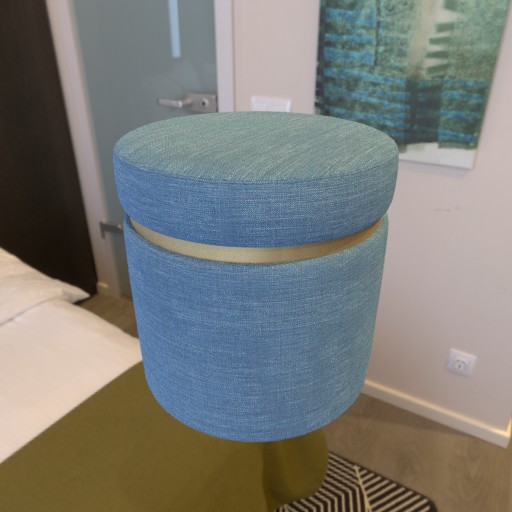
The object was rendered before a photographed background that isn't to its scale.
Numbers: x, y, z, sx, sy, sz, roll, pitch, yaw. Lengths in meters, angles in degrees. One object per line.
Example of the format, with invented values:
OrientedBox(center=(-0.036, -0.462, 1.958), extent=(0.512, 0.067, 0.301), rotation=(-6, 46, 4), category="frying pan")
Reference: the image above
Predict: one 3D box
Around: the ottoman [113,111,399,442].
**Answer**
OrientedBox(center=(0.000, 0.000, 0.716), extent=(0.398, 0.406, 0.398), rotation=(0, 28, 0), category="ottoman")
